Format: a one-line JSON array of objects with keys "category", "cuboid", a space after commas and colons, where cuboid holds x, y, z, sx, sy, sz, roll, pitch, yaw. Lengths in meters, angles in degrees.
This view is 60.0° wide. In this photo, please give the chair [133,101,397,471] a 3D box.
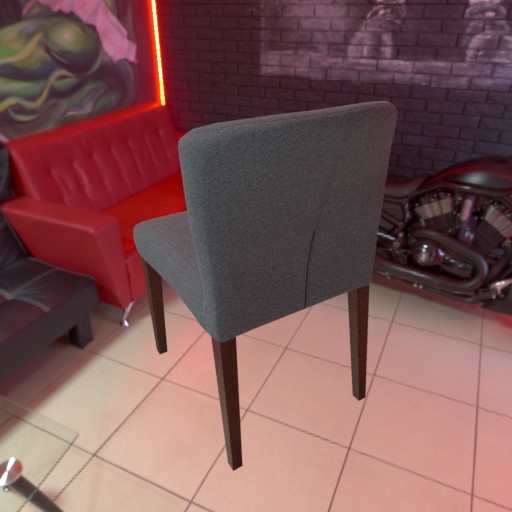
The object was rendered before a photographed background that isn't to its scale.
[{"category": "chair", "cuboid": [0.000, 0.000, 1.161, 0.491, 0.839, 0.592, -17, 33, -28]}]
